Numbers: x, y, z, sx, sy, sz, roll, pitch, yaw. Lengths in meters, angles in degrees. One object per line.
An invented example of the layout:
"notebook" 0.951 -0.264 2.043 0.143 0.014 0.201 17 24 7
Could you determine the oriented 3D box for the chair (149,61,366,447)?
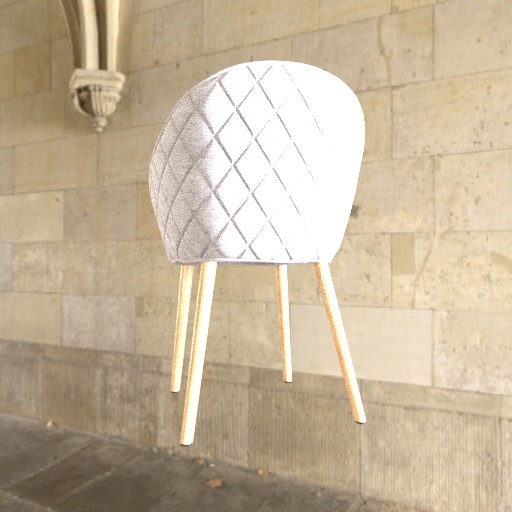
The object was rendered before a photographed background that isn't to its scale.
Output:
"chair" 0.000 0.000 1.162 0.540 0.800 0.530 0 -1 -18
